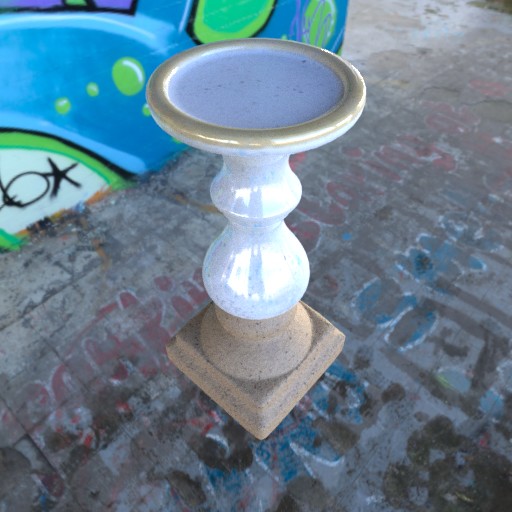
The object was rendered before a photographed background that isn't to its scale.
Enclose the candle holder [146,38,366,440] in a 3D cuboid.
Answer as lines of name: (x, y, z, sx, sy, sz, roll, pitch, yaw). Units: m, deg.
candle holder: (0.000, 0.000, 0.291, 0.110, 0.239, 0.110, 33, 55, 27)
